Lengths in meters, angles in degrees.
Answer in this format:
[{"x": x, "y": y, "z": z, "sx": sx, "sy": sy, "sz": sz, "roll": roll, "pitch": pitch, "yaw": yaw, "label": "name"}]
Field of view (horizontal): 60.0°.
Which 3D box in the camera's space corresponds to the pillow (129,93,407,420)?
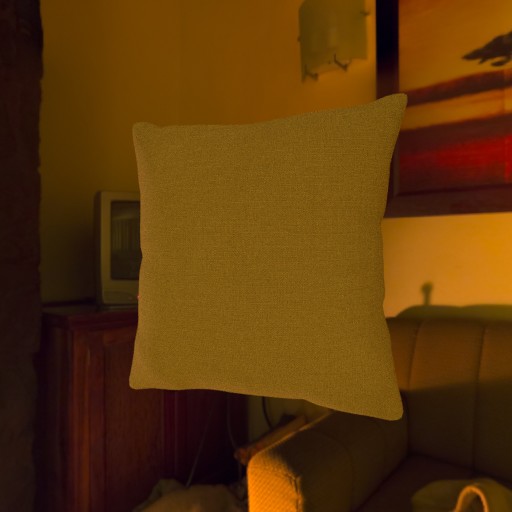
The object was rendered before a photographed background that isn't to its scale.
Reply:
[{"x": 0.000, "y": 0.000, "z": 0.661, "sx": 0.429, "sy": 0.436, "sz": 0.159, "roll": 0, "pitch": -1, "yaw": 18, "label": "pillow"}]
